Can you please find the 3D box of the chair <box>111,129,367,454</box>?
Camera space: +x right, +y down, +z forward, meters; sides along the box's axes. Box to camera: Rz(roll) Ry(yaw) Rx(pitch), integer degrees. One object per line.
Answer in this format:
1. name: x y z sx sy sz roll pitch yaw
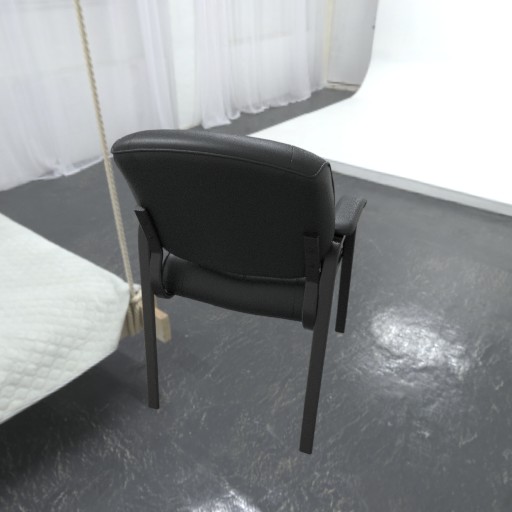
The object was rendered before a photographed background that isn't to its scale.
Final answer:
1. chair: 0.000 0.000 1.352 0.591 0.910 0.668 10 33 16
